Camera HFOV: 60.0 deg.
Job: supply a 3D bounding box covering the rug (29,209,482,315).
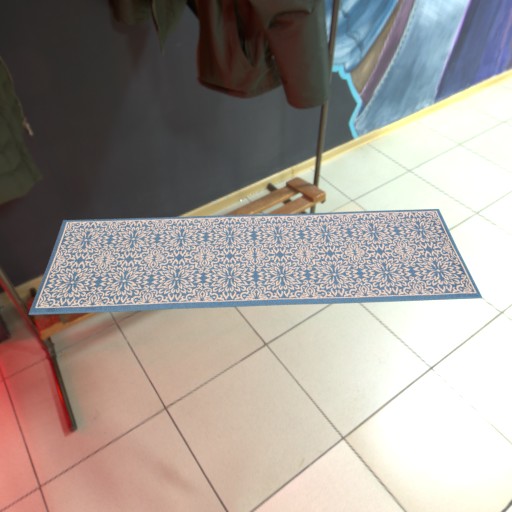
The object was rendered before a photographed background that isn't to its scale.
[{"bbox_3d":[0.000,0.000,2.364,2.196,0.011,0.662,-2,47,-2],"label":"rug"}]
